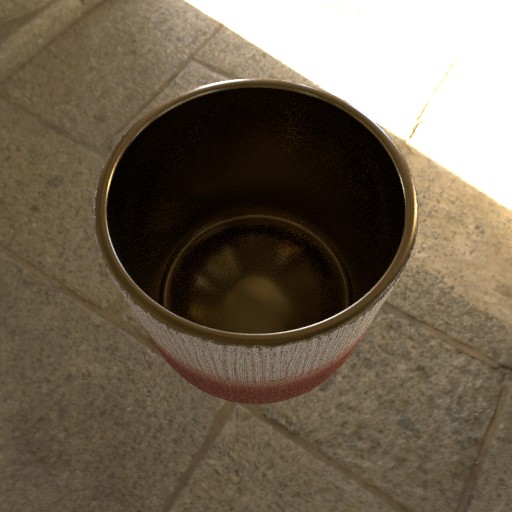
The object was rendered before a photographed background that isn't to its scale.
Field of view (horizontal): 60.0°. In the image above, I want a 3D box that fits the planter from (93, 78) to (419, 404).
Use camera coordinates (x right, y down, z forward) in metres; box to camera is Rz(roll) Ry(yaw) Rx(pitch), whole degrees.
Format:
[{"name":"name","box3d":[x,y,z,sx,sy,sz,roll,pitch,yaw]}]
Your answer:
[{"name":"planter","box3d":[0.000,0.000,0.438,0.254,0.221,0.254,0,62,0]}]
